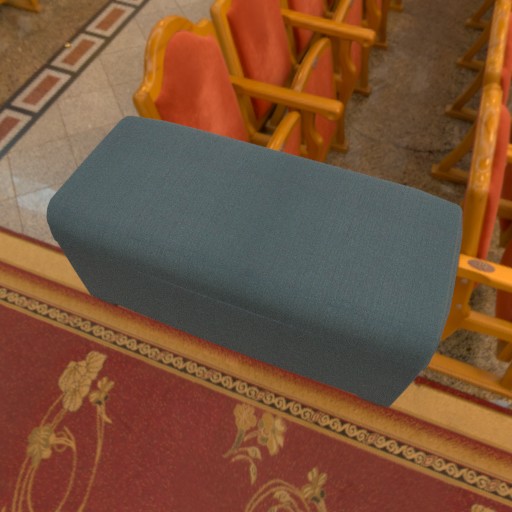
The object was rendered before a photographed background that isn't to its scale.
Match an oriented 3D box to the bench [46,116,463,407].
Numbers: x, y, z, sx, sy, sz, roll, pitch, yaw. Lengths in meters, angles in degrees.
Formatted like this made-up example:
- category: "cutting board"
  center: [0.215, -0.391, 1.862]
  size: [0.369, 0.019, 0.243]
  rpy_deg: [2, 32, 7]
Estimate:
- category: "bench"
  center: [0.000, 0.000, 1.282]
  size: [0.995, 0.474, 0.476]
  rpy_deg: [18, 58, 12]
